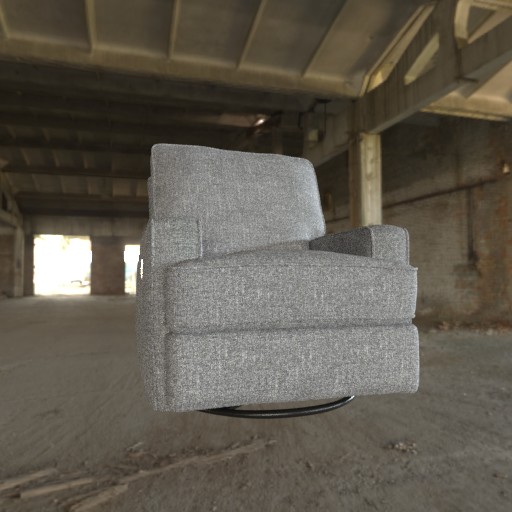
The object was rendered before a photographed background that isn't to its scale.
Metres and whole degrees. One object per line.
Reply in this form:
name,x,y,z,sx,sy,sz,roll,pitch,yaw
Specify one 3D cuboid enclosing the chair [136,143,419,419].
chair,0.000,0.000,1.674,0.861,0.962,0.964,1,-2,-17
